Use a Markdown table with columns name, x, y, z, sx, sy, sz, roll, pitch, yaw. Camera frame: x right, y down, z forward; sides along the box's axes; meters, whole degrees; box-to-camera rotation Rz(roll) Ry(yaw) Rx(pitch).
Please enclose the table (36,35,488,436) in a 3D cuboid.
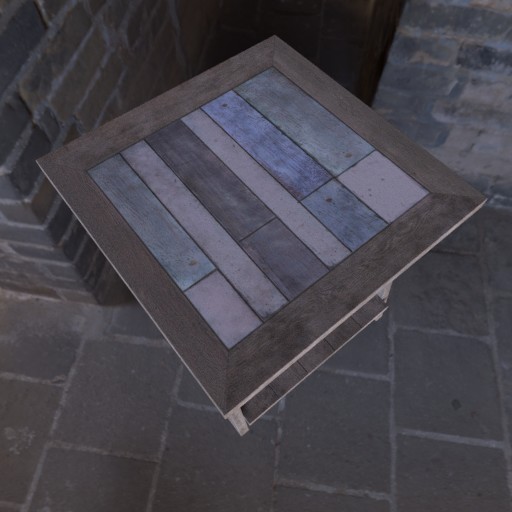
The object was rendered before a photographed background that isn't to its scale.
| name | x | y | z | sx | sy | sz | roll | pitch | yaw |
| --- | --- | --- | --- | --- | --- | --- | --- | --- | --- |
| table | 0.000 | 0.000 | 1.106 | 0.610 | 0.610 | 0.610 | -35 | 67 | -18 |
